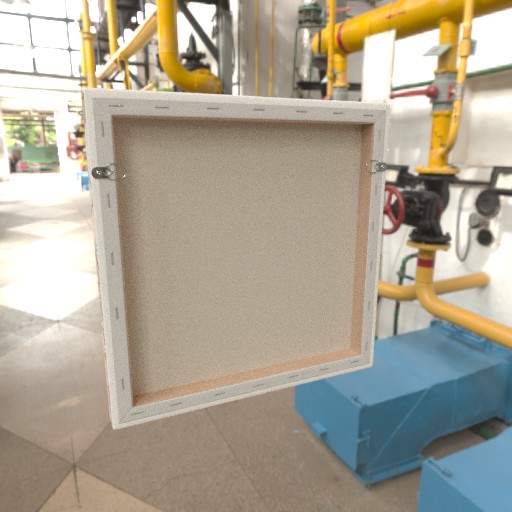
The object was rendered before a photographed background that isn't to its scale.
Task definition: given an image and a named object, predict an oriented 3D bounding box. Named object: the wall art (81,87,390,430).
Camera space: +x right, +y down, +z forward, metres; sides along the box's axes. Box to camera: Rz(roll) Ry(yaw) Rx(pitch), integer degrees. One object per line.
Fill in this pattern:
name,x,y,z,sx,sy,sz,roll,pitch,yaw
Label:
wall art,0.000,0.000,0.749,0.507,0.508,0.038,-6,15,-24
